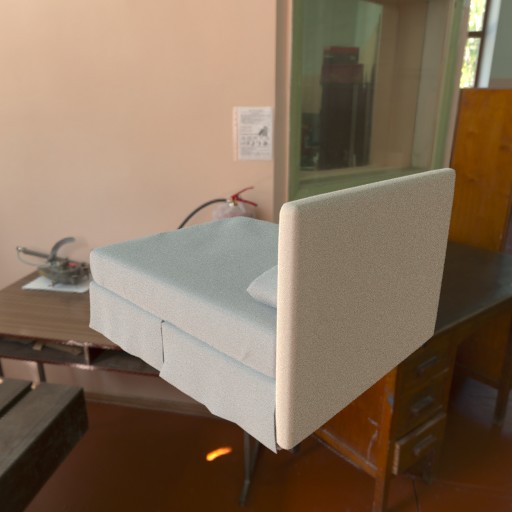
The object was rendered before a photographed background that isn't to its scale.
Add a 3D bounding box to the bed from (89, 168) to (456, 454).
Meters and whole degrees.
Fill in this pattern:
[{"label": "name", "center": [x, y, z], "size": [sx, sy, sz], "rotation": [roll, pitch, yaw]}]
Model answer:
[{"label": "bed", "center": [0.000, 0.000, 3.276], "size": [2.142, 1.330, 1.748], "rotation": [17, 25, 42]}]
